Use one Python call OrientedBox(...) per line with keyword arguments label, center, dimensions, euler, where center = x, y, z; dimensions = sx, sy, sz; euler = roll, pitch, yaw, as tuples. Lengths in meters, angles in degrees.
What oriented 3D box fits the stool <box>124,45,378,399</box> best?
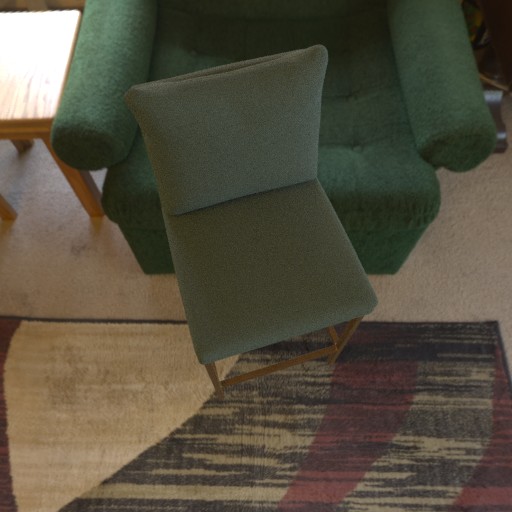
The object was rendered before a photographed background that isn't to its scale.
OrientedBox(label="stool", center=(0.000, 0.000, 1.295), dimensions=(0.463, 1.032, 0.568), euler=(-16, 64, -8))
